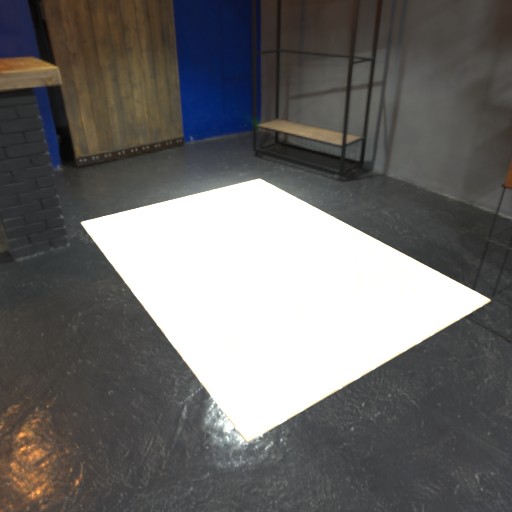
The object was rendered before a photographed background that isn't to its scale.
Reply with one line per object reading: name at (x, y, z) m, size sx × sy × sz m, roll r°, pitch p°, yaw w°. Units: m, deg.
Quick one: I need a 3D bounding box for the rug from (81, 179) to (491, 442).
rug at (0.000, 0.000, 2.706) m, size 1.524 × 0.010 × 2.134 m, roll -19°, pitch 35°, yaw -29°
